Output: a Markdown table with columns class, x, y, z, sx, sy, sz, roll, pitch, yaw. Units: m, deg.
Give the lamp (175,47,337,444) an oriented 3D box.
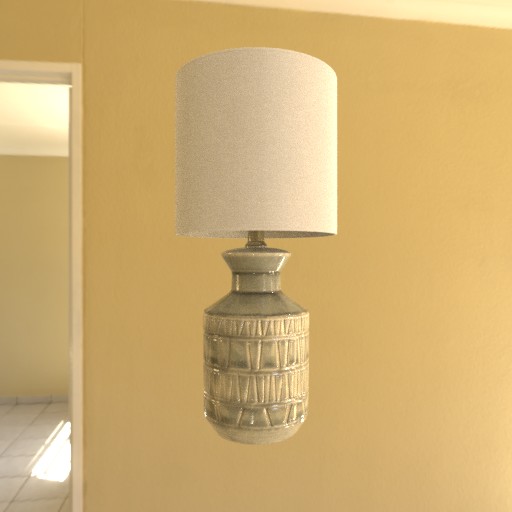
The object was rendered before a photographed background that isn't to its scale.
| class | x | y | z | sx | sy | sz | roll | pitch | yaw |
| --- | --- | --- | --- | --- | --- | --- | --- | --- | --- |
| lamp | 0.000 | 0.000 | 0.587 | 0.211 | 0.455 | 0.211 | 0 | 0 | -18 |
